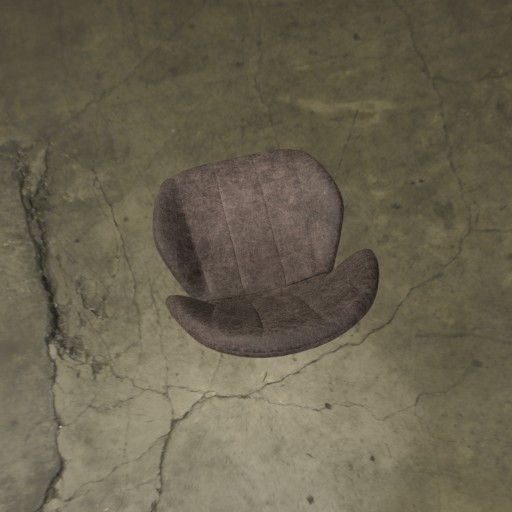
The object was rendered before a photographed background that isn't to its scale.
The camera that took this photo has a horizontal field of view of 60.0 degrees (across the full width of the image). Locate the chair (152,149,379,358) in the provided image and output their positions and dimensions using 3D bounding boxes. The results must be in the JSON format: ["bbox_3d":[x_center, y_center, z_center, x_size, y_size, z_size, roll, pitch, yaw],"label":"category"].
[{"bbox_3d":[0.000,0.000,1.298,0.527,0.934,0.640,-13,74,-4],"label":"chair"}]
